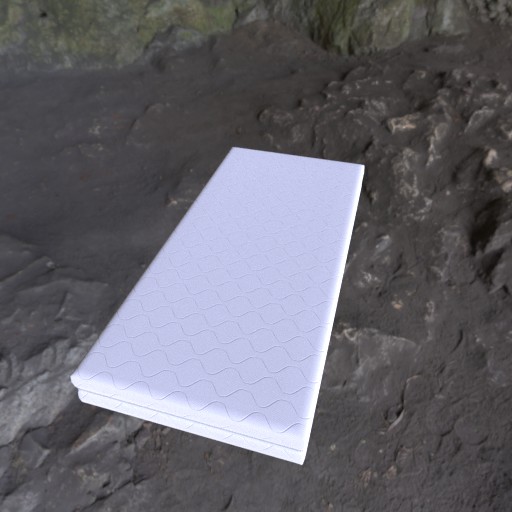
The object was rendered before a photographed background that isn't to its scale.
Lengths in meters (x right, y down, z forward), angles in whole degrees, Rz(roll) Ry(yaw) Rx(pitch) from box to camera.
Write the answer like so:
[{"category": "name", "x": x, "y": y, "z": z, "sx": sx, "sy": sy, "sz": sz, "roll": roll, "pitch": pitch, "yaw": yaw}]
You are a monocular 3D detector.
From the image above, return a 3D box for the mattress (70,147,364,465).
[{"category": "mattress", "x": 0.000, "y": 0.000, "z": 2.294, "sx": 0.900, "sy": 0.200, "sz": 1.900, "roll": 11, "pitch": 42, "yaw": 12}]
